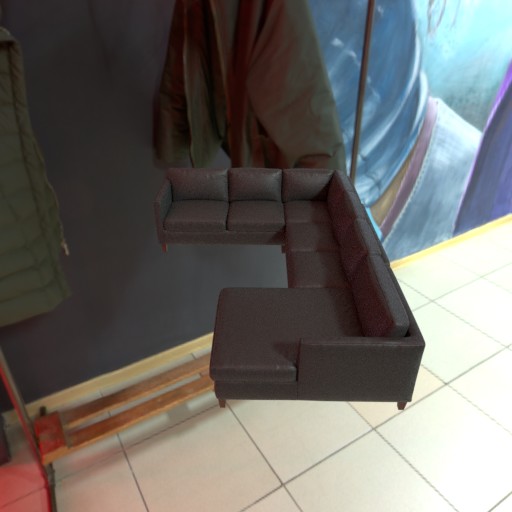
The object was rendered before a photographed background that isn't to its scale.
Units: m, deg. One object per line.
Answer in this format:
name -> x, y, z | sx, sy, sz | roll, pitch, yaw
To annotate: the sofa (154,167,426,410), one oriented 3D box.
sofa -> 0.000, 0.000, 4.848 | 2.593, 0.923, 3.460 | 0, 31, 1
